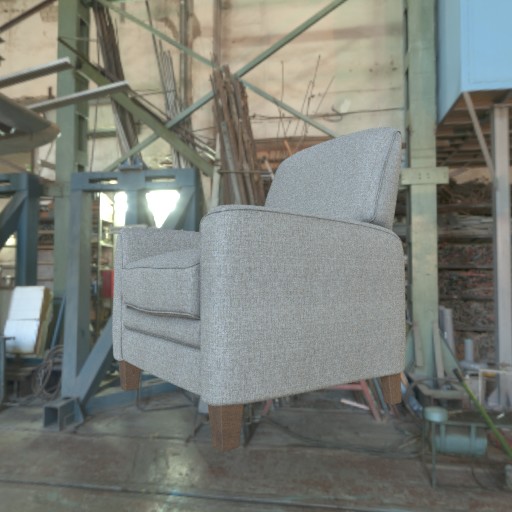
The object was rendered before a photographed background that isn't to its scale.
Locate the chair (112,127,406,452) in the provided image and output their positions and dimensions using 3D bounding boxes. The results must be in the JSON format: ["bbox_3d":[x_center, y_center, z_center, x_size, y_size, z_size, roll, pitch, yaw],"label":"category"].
[{"bbox_3d":[0.000,0.000,1.636,0.864,1.014,0.848,2,-3,-36],"label":"chair"}]
